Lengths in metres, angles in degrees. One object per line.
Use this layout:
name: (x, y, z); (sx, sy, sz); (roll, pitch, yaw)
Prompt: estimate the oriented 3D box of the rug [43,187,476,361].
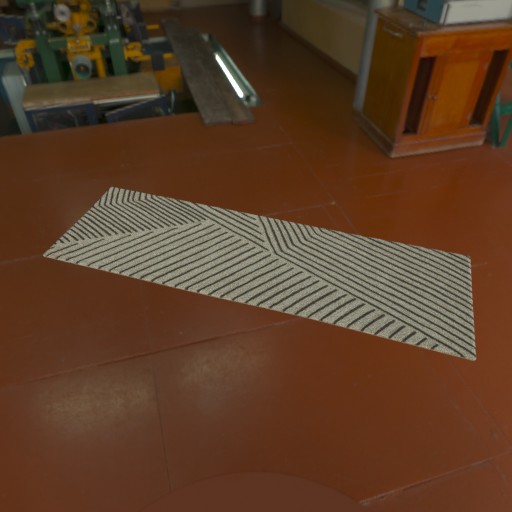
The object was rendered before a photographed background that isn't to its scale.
rug: (0.000, 0.000, 2.647); (2.439, 0.020, 0.773); (12, 44, 13)
